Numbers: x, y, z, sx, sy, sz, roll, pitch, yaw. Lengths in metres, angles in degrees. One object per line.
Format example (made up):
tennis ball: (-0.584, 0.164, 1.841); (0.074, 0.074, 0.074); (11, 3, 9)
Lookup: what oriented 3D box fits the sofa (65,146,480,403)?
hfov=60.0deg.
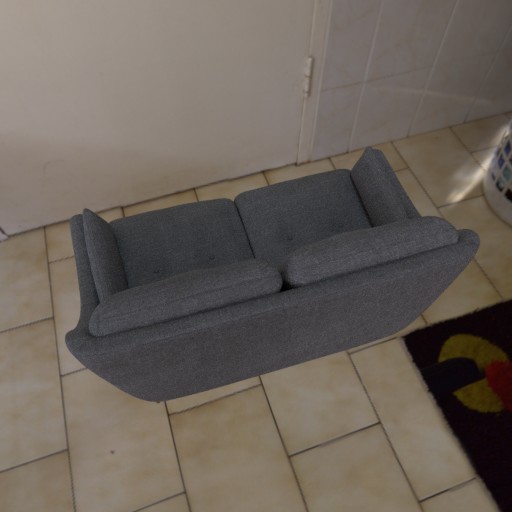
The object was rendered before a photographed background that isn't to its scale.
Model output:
sofa: (0.000, 0.000, 2.137); (1.646, 0.887, 0.976); (-14, 59, -9)
